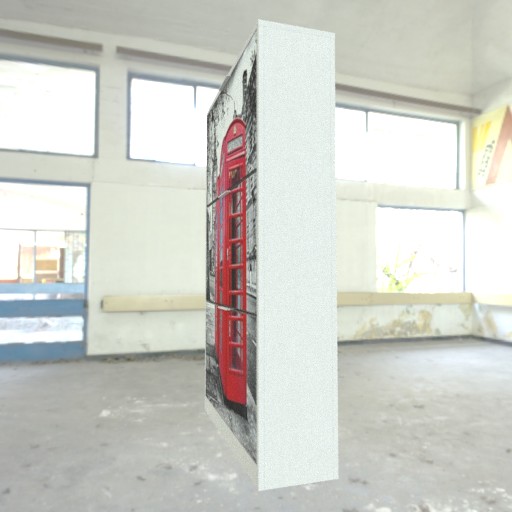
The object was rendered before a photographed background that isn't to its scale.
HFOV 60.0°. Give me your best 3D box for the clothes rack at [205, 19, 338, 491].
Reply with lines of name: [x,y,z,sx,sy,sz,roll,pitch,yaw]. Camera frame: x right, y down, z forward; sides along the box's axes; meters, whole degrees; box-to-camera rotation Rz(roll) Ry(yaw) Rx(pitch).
clothes rack: [0.000,0.000,1.591,0.250,1.280,0.750,1,-3,-17]
